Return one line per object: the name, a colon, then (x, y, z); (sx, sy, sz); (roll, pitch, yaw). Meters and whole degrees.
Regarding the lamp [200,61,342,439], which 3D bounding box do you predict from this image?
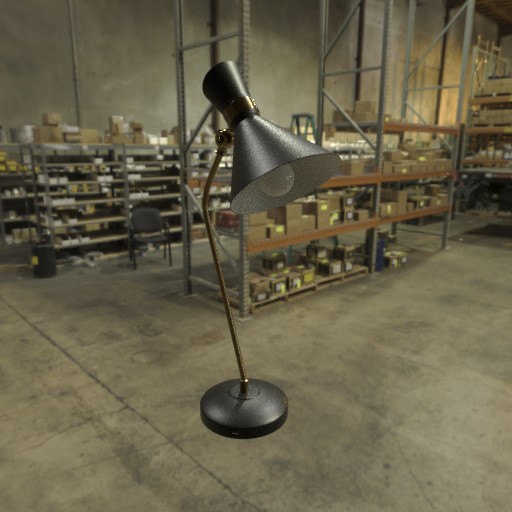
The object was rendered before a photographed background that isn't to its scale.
lamp: (0.000, 0.000, 0.778); (0.189, 0.647, 0.292); (-13, 19, -43)
